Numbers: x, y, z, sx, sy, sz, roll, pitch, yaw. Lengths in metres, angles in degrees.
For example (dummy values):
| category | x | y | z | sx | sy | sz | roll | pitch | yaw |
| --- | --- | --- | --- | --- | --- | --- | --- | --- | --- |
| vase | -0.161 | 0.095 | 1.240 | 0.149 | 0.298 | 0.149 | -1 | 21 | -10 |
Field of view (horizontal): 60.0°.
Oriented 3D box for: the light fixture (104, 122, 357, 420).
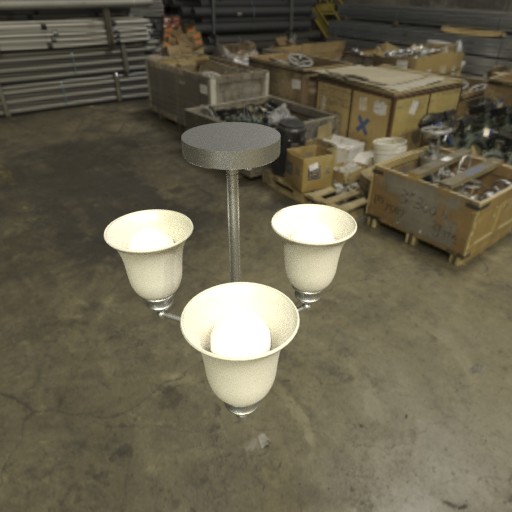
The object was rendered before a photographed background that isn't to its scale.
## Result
| category | x | y | z | sx | sy | sz | roll | pitch | yaw |
| --- | --- | --- | --- | --- | --- | --- | --- | --- | --- |
| light fixture | 0.000 | 0.000 | 0.653 | 0.354 | 0.370 | 0.388 | -20 | 37 | -29 |
